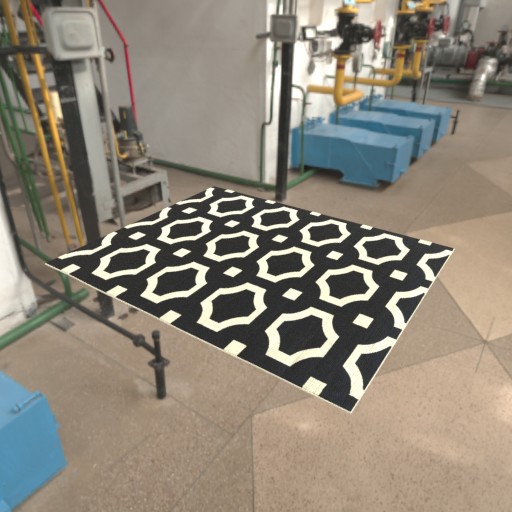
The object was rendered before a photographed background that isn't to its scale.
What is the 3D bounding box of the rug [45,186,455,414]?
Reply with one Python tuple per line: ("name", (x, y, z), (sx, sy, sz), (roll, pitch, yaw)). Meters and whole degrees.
("rug", (0.000, 0.000, 4.227), (3.049, 0.021, 2.466), (19, 34, 30))
